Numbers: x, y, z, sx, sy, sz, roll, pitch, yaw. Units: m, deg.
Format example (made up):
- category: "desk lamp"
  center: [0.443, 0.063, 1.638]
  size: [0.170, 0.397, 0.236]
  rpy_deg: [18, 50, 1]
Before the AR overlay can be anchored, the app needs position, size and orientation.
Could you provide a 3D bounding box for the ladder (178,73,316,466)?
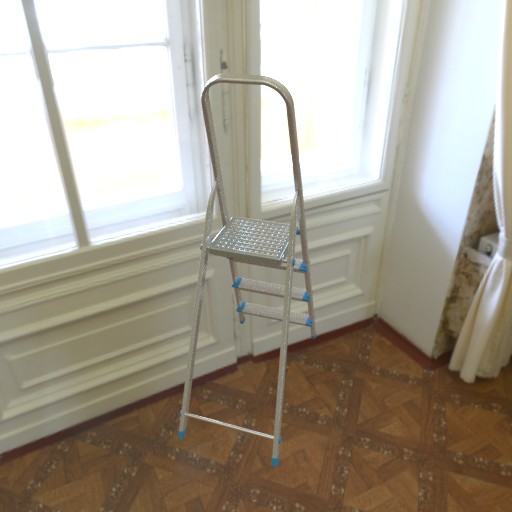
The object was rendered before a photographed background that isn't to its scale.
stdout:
- category: "ladder"
  center: [0.000, 0.000, 1.824]
  size: [0.445, 1.434, 0.842]
  rpy_deg: [9, 33, 15]
